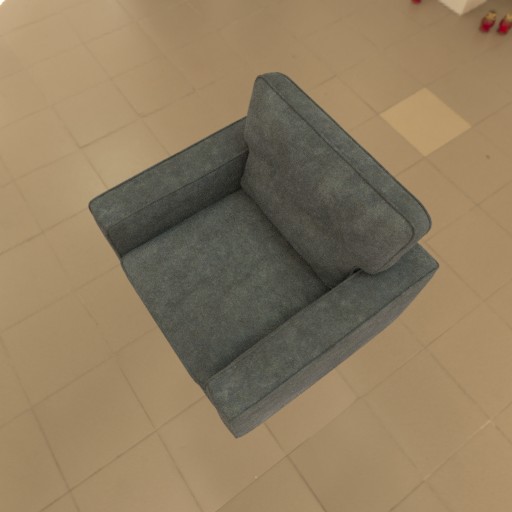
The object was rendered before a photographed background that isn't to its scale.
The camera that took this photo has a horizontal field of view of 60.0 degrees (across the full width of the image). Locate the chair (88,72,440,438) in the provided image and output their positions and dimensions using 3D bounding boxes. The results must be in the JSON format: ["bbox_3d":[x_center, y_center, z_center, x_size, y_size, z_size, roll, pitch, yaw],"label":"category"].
[{"bbox_3d":[0.000,0.000,1.791,0.939,0.965,1.015,-33,68,-15],"label":"chair"}]
